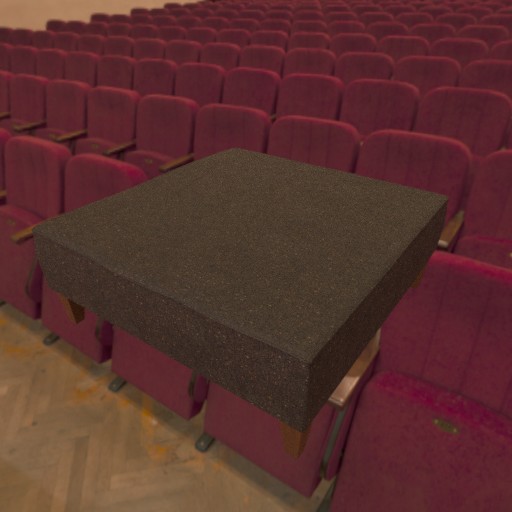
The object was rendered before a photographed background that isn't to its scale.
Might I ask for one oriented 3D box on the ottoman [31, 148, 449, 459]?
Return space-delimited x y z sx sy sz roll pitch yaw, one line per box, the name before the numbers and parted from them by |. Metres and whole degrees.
ottoman | 0.000 0.000 1.523 0.968 0.382 1.004 20 37 30
